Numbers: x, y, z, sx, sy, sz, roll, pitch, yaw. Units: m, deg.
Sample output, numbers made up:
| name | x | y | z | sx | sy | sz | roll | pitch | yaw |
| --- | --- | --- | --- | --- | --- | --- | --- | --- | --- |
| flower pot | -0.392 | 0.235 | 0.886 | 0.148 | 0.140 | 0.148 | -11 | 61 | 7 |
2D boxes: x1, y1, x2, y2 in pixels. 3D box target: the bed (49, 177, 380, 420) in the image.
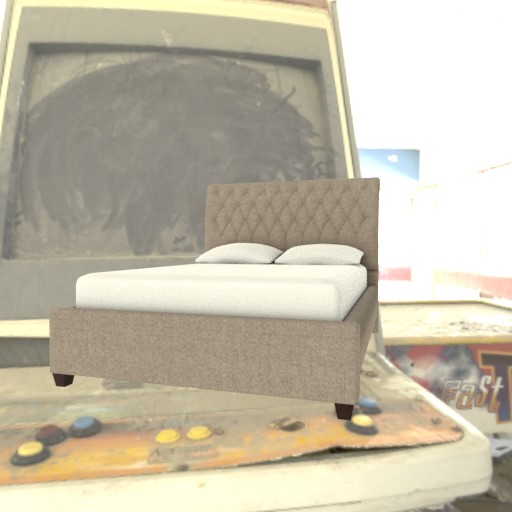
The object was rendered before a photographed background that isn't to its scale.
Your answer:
| name | x | y | z | sx | sy | sz | roll | pitch | yaw |
| --- | --- | --- | --- | --- | --- | --- | --- | --- | --- |
| bed | 0.000 | 0.000 | 3.202 | 1.645 | 1.371 | 2.252 | 0 | 1 | 18 |
